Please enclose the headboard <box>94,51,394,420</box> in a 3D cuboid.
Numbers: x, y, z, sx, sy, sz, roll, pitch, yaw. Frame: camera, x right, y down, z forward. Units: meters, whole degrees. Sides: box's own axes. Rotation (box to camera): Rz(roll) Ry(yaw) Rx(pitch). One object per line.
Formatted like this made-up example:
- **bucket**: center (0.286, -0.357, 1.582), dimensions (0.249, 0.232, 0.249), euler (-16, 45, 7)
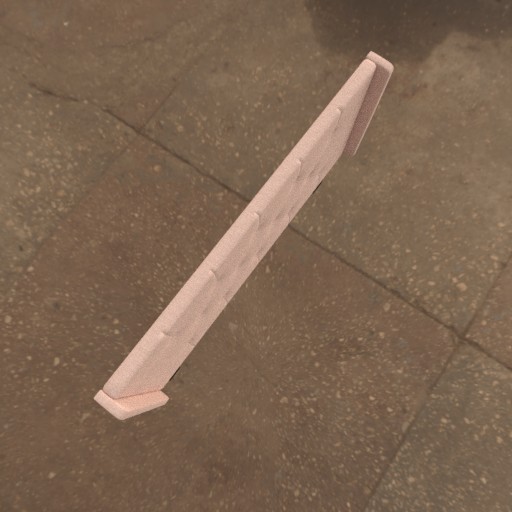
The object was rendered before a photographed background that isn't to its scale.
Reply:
- **headboard**: center (0.000, 0.000, 2.715), dimensions (0.184, 1.524, 2.051), euler (36, 78, 9)
